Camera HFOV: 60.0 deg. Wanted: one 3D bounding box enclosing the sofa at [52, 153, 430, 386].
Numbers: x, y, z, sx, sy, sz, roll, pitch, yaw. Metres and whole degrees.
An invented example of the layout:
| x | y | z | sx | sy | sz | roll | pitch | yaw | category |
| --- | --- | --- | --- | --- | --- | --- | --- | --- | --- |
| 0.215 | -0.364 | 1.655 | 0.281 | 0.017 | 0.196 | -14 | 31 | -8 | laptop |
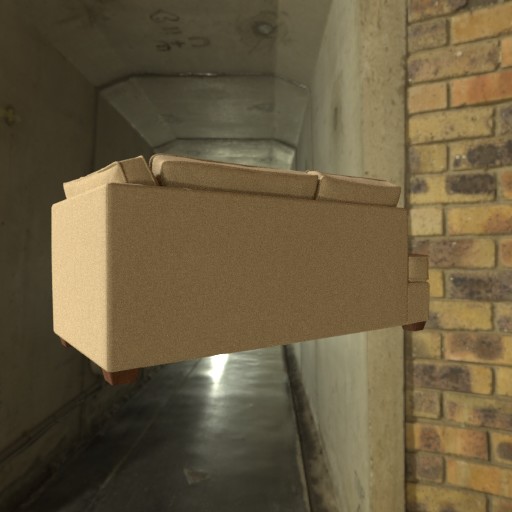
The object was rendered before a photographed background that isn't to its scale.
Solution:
| x | y | z | sx | sy | sz | roll | pitch | yaw | category |
| --- | --- | --- | --- | --- | --- | --- | --- | --- | --- |
| 0.000 | 0.000 | 2.844 | 2.237 | 1.033 | 1.110 | -1 | 1 | -36 | sofa |
